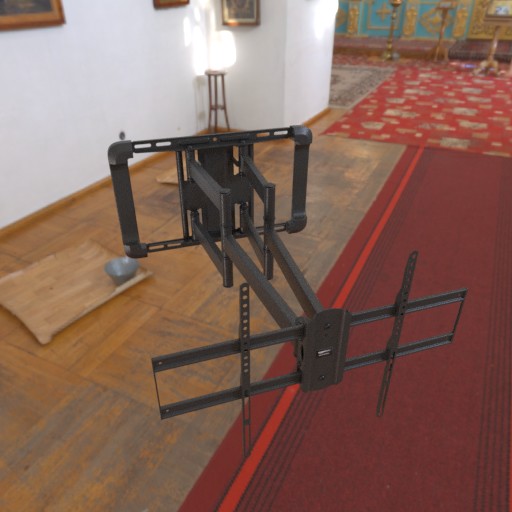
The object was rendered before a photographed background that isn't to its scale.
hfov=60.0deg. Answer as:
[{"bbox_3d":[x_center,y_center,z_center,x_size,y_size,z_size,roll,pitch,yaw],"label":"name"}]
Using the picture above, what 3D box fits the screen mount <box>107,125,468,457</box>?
[{"bbox_3d":[0.000,0.000,1.290,0.725,0.483,0.905,-10,32,-16],"label":"screen mount"}]
